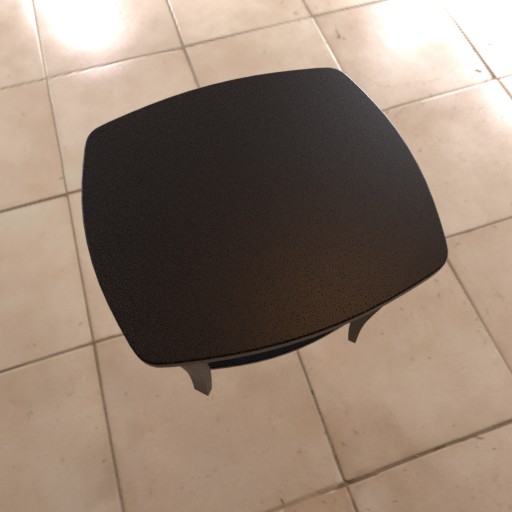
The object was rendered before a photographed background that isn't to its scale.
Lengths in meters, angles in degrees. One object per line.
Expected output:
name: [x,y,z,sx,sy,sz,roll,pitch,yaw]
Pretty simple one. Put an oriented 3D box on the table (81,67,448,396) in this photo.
table: [0.000,0.000,0.866,0.508,0.457,0.457,-18,66,-8]
